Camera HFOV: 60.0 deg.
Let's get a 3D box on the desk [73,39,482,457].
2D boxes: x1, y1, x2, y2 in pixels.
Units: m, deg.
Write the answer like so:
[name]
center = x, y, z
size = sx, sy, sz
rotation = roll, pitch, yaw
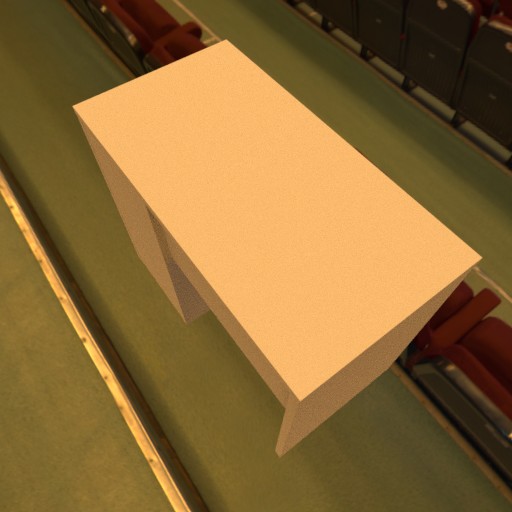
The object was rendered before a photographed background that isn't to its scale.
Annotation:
[desk]
center = 0.000, 0.000, 1.310
size = 0.482, 0.730, 0.898
rotation = -32, 64, -18
